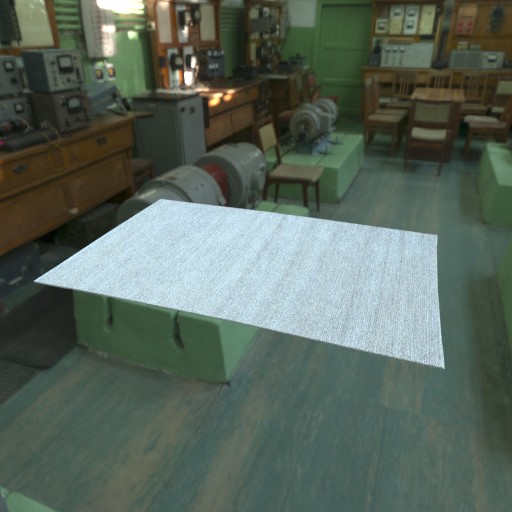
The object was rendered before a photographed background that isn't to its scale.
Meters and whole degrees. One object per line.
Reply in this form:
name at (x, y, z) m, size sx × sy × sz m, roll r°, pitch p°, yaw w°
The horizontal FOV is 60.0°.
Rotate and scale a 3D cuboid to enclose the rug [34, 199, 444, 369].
rug at (0.000, 0.000, 2.321) m, size 1.820 × 0.022 × 1.179 m, roll 9°, pitch 29°, yaw 17°
